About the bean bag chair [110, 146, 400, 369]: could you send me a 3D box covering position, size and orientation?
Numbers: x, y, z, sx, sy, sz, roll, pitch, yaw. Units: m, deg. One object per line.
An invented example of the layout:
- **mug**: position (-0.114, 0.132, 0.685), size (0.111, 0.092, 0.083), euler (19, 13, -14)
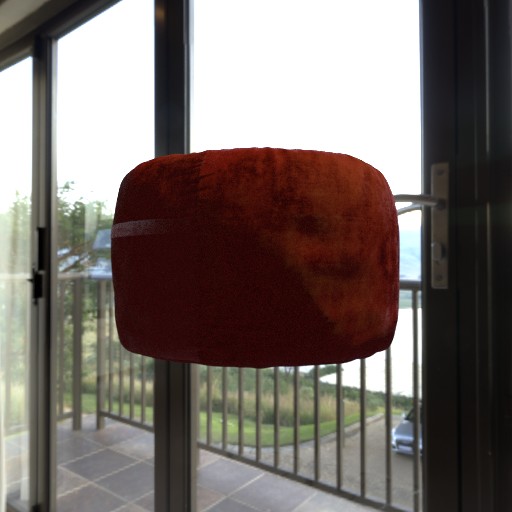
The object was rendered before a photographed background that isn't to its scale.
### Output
- **bean bag chair**: position (0.000, 0.000, 1.974), size (1.219, 0.762, 1.219), euler (0, -1, 0)
